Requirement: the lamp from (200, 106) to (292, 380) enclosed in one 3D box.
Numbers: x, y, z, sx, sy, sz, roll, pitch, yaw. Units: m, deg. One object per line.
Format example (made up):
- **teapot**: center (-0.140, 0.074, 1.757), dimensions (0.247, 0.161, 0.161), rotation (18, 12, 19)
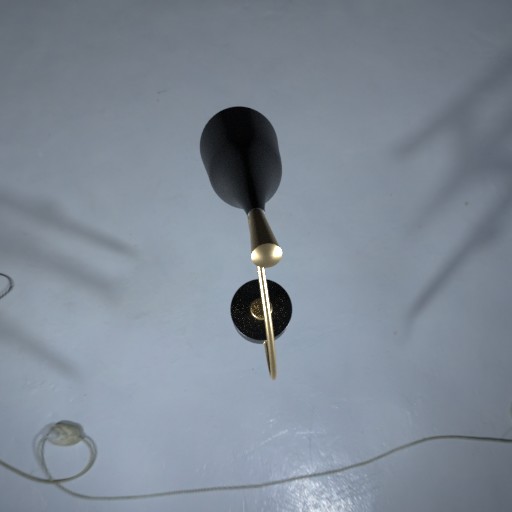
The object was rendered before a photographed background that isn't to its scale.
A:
- **lamp**: center (0.000, 0.000, 0.635), dimensions (0.110, 0.464, 0.352), rotation (-9, 75, -2)
